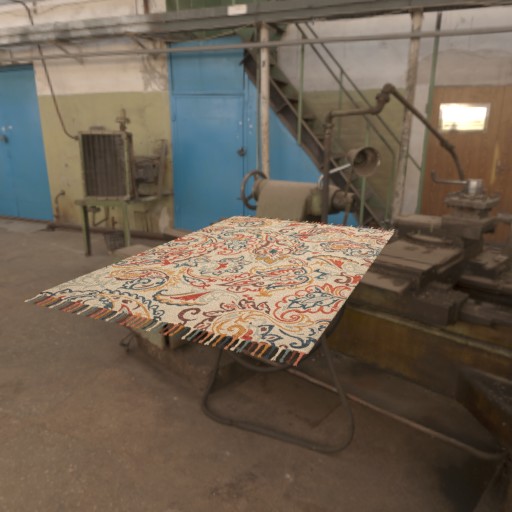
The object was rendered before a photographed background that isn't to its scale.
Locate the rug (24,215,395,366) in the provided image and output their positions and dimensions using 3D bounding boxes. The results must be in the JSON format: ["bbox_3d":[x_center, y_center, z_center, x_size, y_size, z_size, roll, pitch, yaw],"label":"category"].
[{"bbox_3d":[0.000,0.000,2.456,1.218,0.010,1.997,8,18,24],"label":"rug"}]
